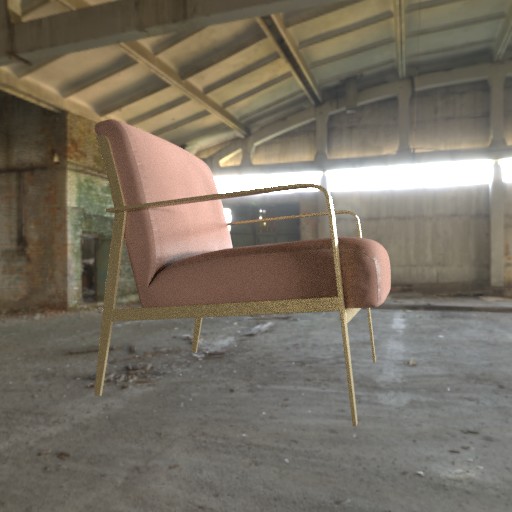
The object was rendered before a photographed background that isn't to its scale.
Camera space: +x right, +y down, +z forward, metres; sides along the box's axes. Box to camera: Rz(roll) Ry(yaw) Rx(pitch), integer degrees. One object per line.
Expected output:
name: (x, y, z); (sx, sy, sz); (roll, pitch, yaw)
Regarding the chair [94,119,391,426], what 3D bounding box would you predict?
chair: (0.000, 0.000, 1.479); (0.848, 0.823, 0.701); (0, 0, 19)
